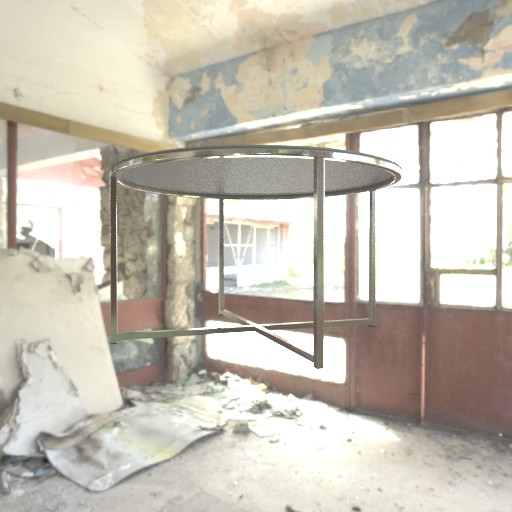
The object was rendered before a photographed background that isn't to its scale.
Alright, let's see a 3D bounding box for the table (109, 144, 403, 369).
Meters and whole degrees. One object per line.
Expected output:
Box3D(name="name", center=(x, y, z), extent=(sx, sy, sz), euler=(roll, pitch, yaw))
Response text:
Box3D(name="table", center=(0.000, 0.000, 1.275), extent=(0.800, 0.450, 0.800), euler=(0, 1, 0))
